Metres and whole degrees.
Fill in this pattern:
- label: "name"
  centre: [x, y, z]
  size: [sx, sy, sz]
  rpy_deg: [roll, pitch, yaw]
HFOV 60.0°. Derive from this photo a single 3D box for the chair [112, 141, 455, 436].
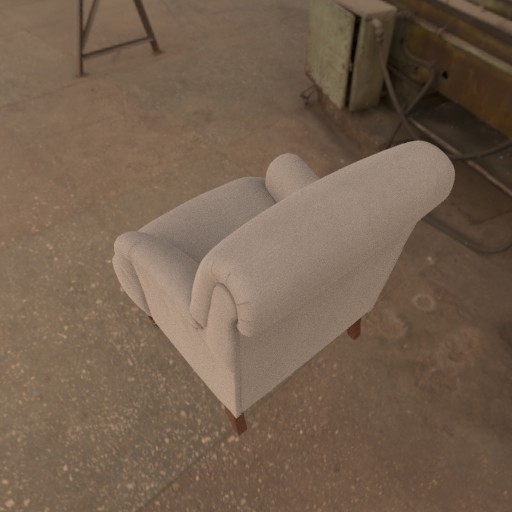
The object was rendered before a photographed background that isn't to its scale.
- label: "chair"
  centre: [0.000, 0.000, 1.526]
  size: [0.766, 0.942, 0.842]
  rpy_deg: [-32, 54, -26]
